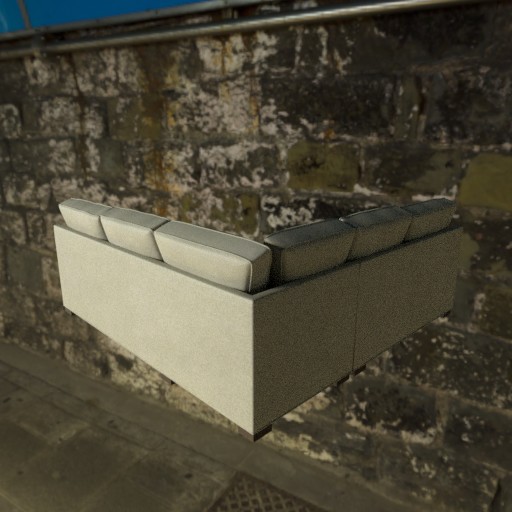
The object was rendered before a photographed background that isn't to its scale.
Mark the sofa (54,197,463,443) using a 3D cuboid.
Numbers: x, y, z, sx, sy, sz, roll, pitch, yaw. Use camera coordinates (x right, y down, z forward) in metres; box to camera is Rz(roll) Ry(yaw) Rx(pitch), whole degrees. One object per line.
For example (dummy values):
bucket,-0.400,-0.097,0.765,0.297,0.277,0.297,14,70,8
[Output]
sofa,0.000,0.000,3.374,2.188,0.936,2.211,-15,22,-43
